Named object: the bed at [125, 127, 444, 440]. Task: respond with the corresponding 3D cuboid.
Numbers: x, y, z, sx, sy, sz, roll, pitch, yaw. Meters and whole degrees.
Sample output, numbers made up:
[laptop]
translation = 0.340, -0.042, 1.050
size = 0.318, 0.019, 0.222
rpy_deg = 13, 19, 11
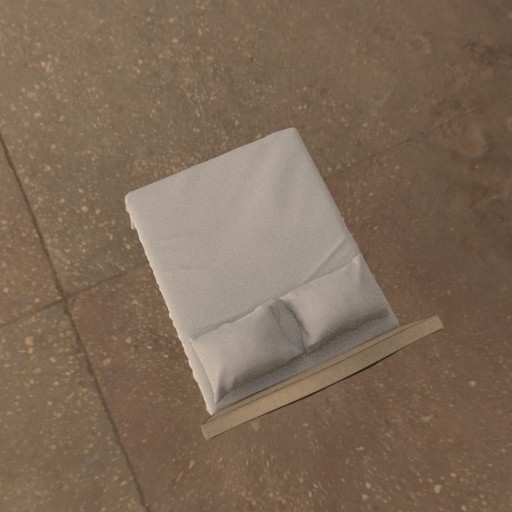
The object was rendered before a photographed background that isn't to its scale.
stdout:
[bed]
translation = 0.000, 0.000, 3.466
size = 1.876, 1.645, 2.221
rpy_deg = -23, 77, -6
